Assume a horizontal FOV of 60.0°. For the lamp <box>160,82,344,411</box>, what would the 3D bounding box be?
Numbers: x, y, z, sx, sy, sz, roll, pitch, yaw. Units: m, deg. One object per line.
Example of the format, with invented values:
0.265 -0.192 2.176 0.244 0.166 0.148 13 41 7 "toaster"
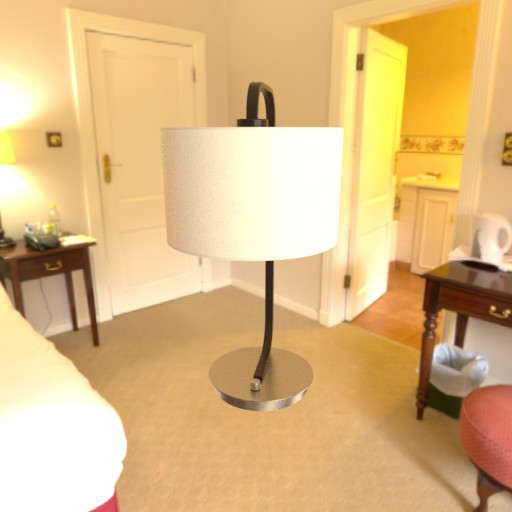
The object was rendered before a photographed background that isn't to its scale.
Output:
0.000 0.000 0.642 0.230 0.473 0.288 3 16 10 "lamp"
